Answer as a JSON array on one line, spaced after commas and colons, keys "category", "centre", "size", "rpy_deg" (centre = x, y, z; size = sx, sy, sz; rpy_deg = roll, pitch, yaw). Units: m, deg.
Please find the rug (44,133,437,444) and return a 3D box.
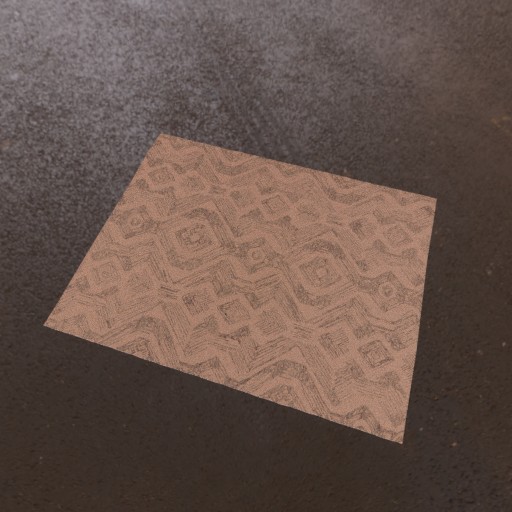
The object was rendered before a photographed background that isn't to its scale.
[{"category": "rug", "centre": [0.000, 0.000, 4.108], "size": [3.054, 0.030, 2.430], "rpy_deg": [15, 59, 9]}]
